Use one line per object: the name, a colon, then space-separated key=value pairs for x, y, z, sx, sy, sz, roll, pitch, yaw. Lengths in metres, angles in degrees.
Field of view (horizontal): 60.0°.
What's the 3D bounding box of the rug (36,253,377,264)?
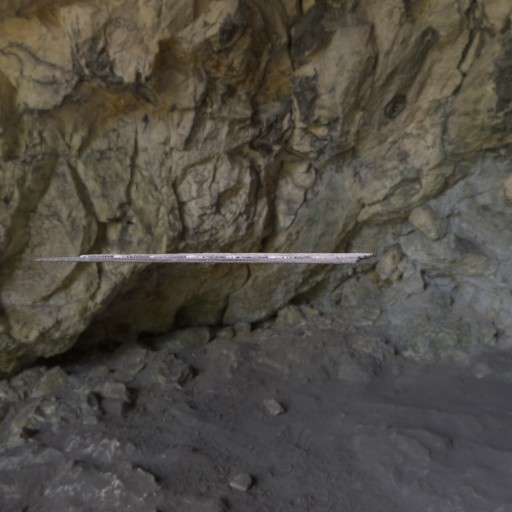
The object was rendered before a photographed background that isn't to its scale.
rug: x=0.000 y=0.000 z=3.015 sx=1.513 sy=0.033 sz=2.333 roll=0 pitch=1 yaw=17
